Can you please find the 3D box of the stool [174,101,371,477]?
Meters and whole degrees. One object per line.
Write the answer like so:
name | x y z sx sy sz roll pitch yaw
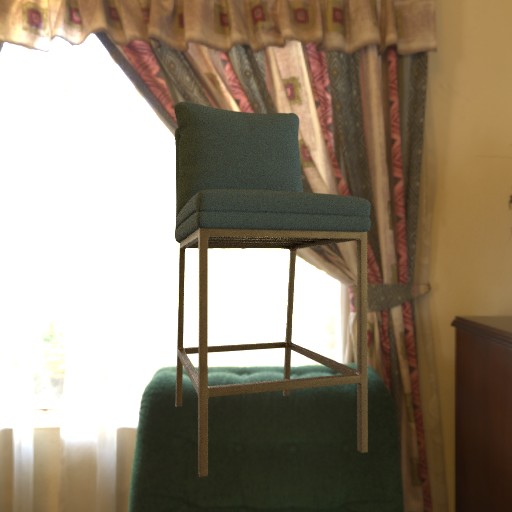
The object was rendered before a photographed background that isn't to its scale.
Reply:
stool | 0.000 0.000 1.354 0.463 1.032 0.568 0 -1 -18
